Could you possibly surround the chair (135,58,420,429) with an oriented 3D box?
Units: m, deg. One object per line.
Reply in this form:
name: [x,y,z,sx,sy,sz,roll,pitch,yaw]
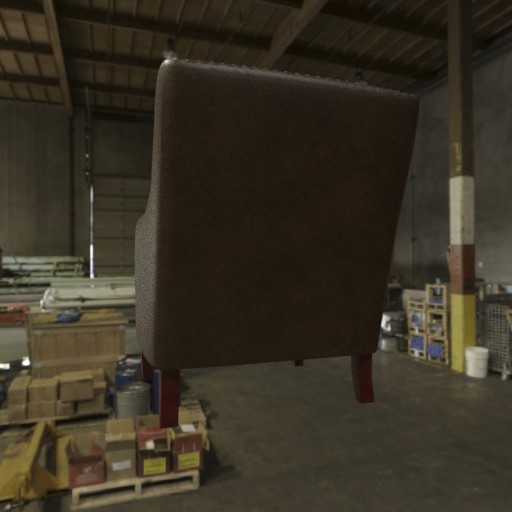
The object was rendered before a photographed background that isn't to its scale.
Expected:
chair: [0.000,0.000,1.287,0.639,0.813,0.704,0,-1,-20]
